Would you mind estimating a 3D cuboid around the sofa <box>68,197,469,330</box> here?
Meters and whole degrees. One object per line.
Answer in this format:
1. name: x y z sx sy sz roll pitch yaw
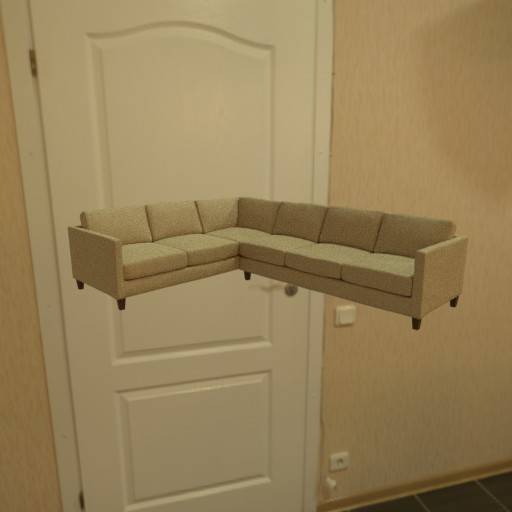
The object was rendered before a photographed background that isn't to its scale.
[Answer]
1. sofa: 0.000 0.000 4.416 2.432 0.863 3.182 -13 19 -43
